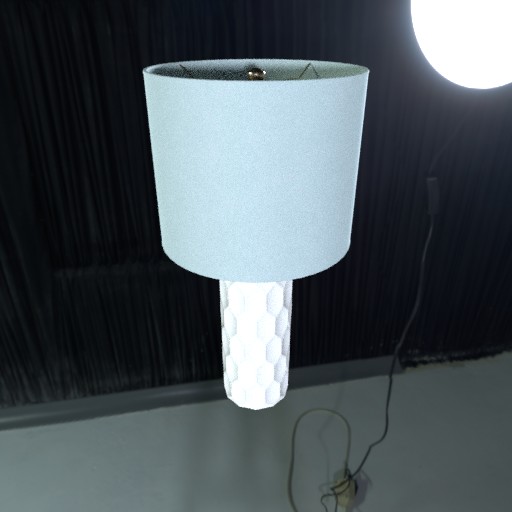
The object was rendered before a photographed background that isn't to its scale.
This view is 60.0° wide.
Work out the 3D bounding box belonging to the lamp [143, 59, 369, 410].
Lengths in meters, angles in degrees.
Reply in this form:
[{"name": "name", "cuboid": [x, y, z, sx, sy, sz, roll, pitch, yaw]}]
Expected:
[{"name": "lamp", "cuboid": [0.000, 0.000, 0.680, 0.277, 0.534, 0.277, -7, 29, -13]}]
